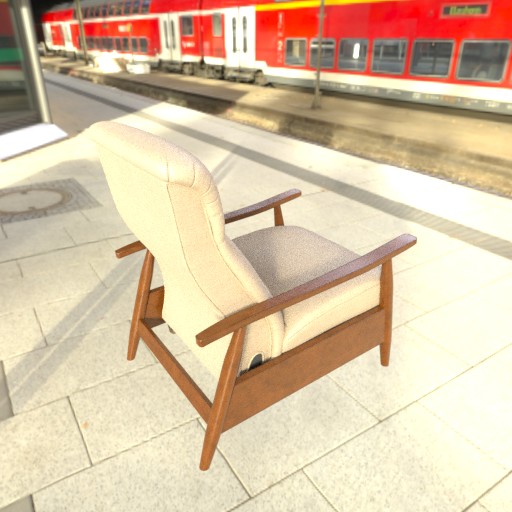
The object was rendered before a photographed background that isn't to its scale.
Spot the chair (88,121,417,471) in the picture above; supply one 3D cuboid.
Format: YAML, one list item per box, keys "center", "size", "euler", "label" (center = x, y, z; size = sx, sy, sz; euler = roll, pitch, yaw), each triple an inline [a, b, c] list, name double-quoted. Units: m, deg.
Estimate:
- center: [0.000, 0.000, 1.791]
  size: [1.030, 1.082, 0.762]
  euler: [-17, 32, -31]
  label: "chair"
